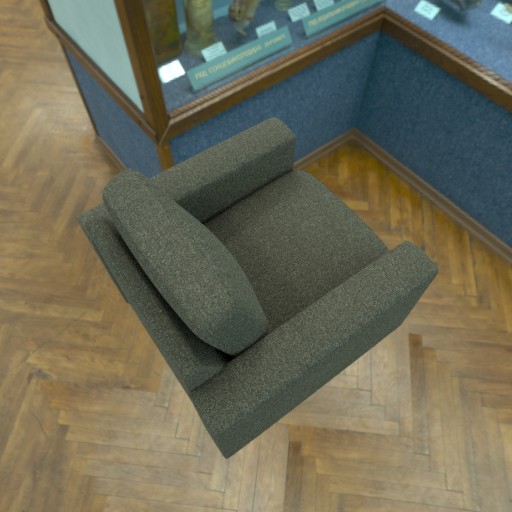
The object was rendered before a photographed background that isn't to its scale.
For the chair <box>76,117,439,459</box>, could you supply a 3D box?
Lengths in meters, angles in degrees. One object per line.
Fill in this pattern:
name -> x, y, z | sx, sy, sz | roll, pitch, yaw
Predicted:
chair -> 0.000, 0.000, 1.769 | 1.016, 0.873, 1.005 | -32, 64, -18
